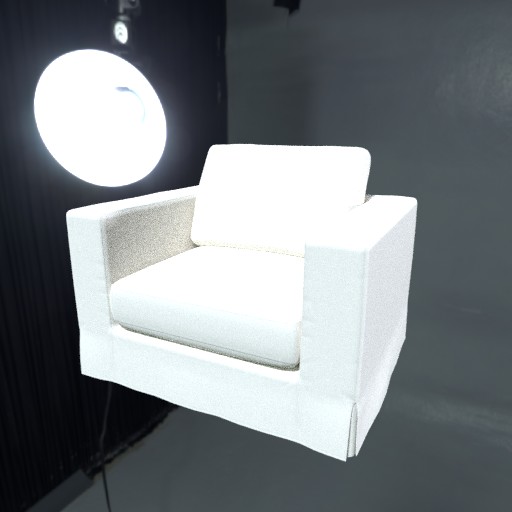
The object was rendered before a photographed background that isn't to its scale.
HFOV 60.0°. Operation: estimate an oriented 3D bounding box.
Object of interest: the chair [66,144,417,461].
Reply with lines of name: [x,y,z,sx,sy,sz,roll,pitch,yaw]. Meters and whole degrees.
chair: [0.000,0.000,1.830,1.150,0.878,0.957,8,18,26]
